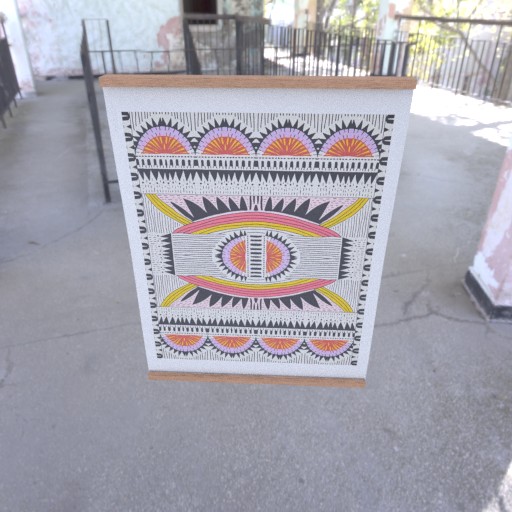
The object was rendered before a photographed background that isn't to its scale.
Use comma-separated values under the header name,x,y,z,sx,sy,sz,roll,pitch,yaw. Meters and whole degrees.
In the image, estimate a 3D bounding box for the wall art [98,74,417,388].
name,x,y,z,sx,sy,sz,roll,pitch,yaw
wall art,0.000,0.000,0.698,0.403,0.527,0.028,1,30,3
